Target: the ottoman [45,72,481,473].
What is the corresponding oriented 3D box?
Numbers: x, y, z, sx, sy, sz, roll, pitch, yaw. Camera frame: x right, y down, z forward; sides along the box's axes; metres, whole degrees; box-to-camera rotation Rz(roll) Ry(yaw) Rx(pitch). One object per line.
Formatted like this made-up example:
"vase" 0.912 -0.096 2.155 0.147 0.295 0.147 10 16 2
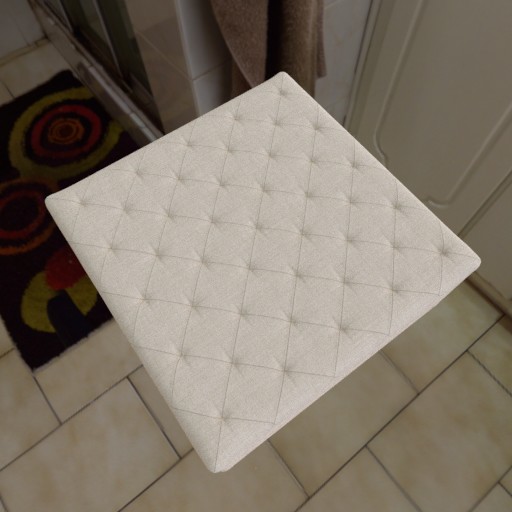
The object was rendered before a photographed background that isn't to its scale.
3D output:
"ottoman" 0.000 0.000 1.610 1.028 0.439 1.028 -33 69 -15
